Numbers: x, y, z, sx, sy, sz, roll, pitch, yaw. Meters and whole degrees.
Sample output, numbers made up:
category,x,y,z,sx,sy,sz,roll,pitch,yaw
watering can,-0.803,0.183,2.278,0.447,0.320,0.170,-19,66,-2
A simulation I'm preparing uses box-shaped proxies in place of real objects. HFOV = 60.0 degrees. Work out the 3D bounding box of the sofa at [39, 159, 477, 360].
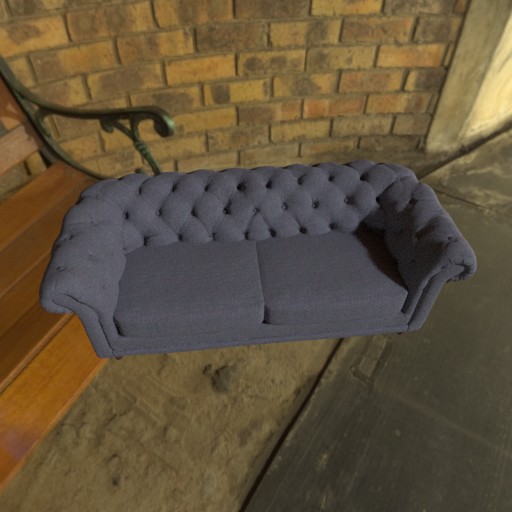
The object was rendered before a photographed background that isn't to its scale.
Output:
category,x,y,z,sx,sy,sz,roll,pitch,yaw
sofa,0.000,0.000,2.871,2.335,0.836,1.046,-4,46,-4
